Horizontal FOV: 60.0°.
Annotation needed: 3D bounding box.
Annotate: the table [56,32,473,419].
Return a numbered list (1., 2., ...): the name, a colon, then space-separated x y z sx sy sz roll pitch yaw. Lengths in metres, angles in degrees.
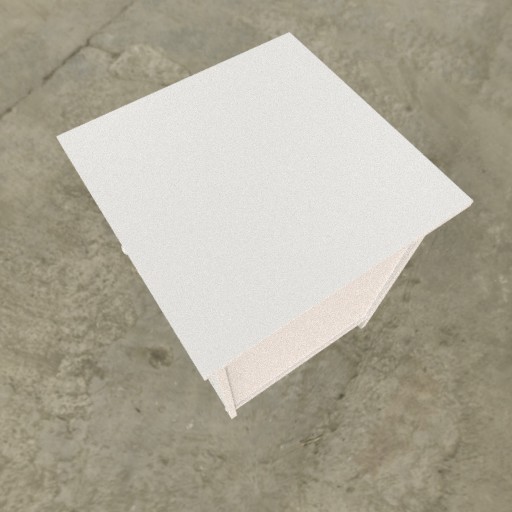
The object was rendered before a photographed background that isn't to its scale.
1. table: 0.000 0.000 0.774 0.381 0.483 0.381 -31 66 -15
